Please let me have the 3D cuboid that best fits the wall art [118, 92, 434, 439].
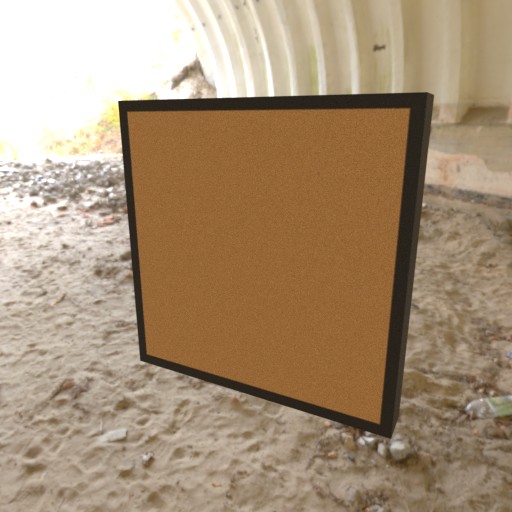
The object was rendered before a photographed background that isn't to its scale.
[{"bbox_3d":[0.000,0.000,0.452,0.304,0.304,0.038,9,19,26],"label":"wall art"}]
